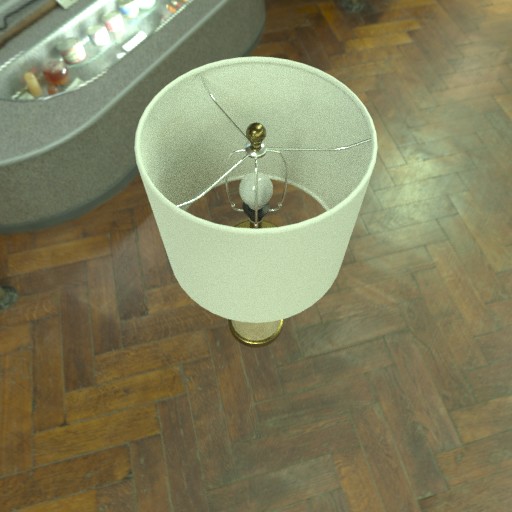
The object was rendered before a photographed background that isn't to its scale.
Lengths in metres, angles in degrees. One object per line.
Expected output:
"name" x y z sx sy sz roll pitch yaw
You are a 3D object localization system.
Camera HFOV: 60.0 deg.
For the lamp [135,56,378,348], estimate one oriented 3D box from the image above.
"lamp" 0.000 0.000 0.822 0.305 0.634 0.305 0 59 0
